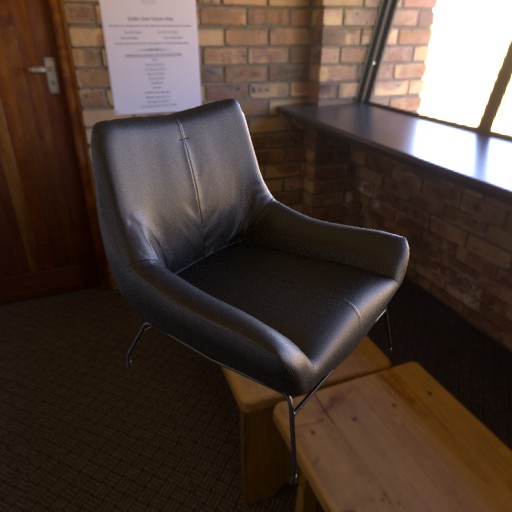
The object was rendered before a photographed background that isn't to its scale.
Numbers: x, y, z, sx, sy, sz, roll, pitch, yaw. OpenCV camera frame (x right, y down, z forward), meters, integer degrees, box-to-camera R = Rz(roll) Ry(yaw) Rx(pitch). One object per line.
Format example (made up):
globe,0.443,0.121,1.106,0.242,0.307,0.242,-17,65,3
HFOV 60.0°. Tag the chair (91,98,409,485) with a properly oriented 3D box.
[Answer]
chair,0.000,0.000,1.538,0.826,0.922,0.836,19,32,32
